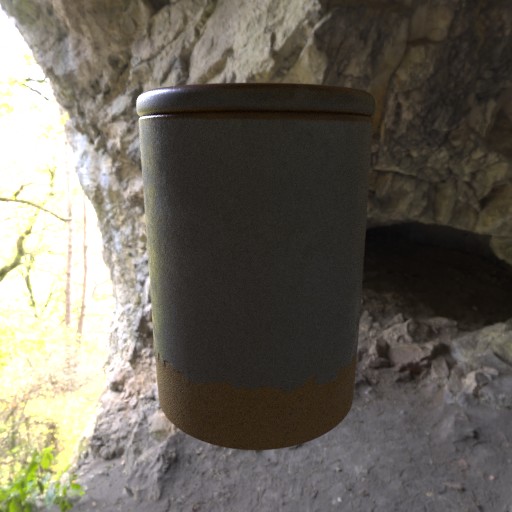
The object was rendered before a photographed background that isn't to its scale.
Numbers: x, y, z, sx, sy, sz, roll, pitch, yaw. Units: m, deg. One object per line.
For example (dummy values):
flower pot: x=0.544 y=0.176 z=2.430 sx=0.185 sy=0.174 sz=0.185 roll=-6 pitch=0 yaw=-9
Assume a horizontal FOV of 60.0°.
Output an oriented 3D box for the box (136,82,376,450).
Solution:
box: x=0.000 y=0.000 z=0.245 sx=0.118 sy=0.168 sz=0.118 roll=0 pitch=15 yaw=0
